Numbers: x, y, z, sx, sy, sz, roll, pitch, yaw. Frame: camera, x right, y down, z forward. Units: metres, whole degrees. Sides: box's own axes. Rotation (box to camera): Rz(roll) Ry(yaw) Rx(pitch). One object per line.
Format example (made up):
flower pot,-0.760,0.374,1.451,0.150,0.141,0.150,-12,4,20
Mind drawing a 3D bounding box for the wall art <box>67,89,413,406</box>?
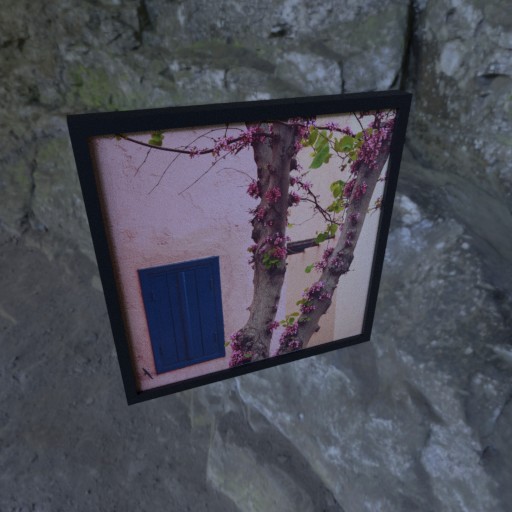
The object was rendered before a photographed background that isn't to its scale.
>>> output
wall art,0.000,0.000,0.763,0.508,0.508,0.038,-11,32,-17
